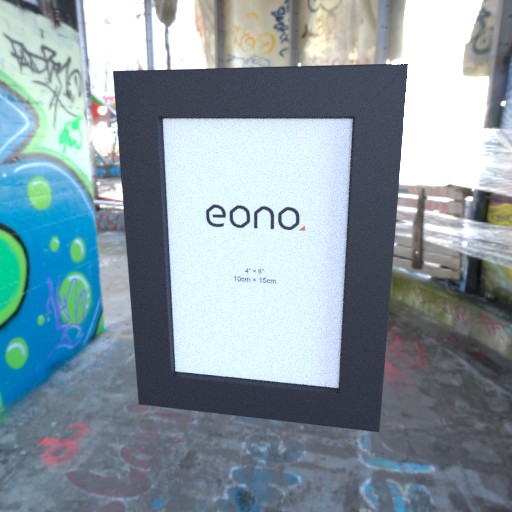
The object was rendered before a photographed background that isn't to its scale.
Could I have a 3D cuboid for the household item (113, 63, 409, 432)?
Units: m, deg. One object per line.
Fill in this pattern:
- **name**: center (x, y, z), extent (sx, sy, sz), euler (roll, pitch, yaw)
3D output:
- **household item**: center (0.000, 0.000, 0.227), extent (0.133, 0.178, 0.022), euler (3, 15, 10)
